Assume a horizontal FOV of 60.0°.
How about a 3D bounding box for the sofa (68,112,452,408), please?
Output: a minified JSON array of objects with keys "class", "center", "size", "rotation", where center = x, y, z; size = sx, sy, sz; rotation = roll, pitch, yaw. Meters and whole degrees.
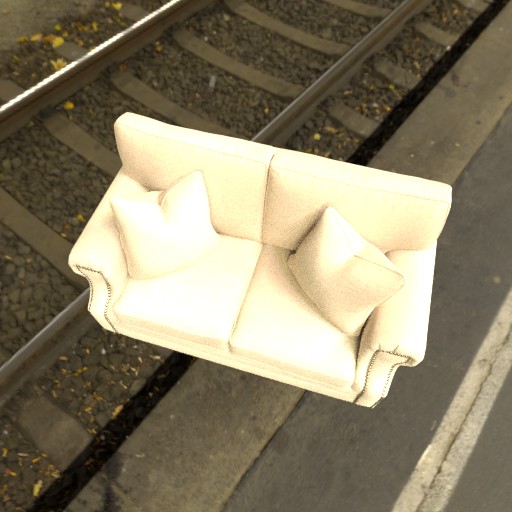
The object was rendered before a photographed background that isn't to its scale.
[{"class":"sofa","center":[0.000,0.000,2.263],"size":[1.701,0.966,0.966],"rotation":[14,59,9]}]
